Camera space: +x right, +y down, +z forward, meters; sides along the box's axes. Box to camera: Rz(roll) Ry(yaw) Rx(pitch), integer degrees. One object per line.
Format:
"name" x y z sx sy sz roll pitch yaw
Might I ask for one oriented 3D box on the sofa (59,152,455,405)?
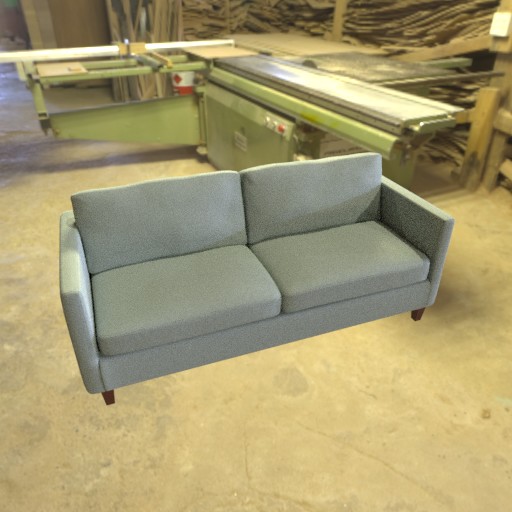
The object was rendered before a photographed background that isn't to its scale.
"sofa" 0.000 0.000 2.774 2.208 0.965 0.951 -11 33 -18
